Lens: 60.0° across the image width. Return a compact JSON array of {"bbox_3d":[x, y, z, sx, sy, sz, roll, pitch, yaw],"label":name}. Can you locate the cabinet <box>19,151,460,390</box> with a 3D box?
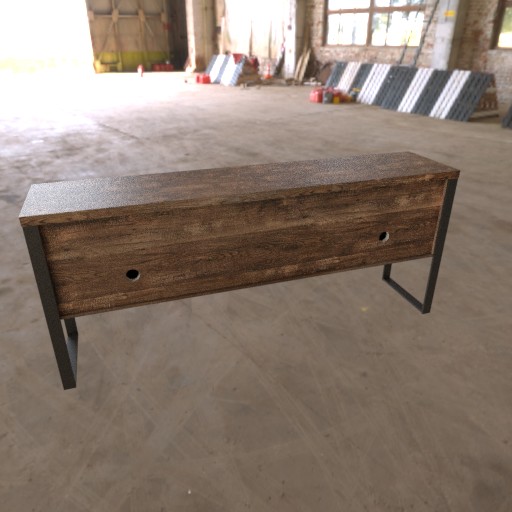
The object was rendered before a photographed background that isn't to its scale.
[{"bbox_3d":[0.000,0.000,2.070,1.800,0.762,0.395,-8,28,-16],"label":"cabinet"}]
